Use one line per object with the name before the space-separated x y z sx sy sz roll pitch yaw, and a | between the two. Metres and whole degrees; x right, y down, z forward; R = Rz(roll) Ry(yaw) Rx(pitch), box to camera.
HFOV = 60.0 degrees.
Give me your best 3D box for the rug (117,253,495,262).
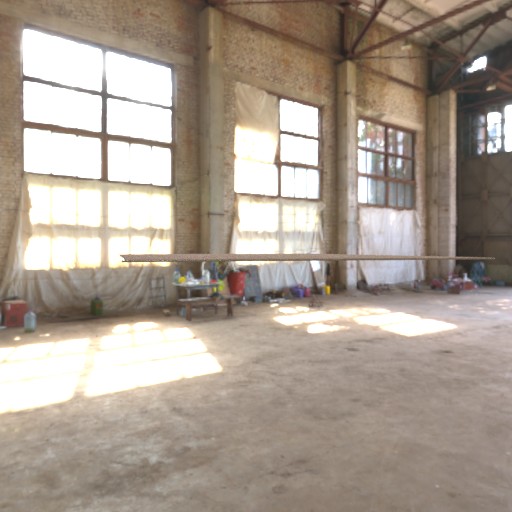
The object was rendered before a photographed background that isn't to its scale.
rug | 0.000 0.000 3.984 2.363 0.012 2.980 0 1 -18
